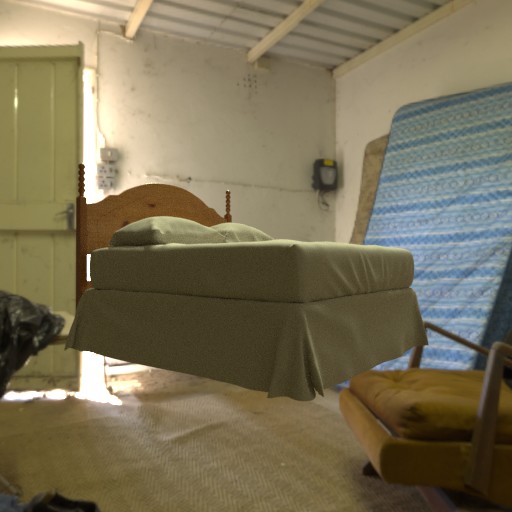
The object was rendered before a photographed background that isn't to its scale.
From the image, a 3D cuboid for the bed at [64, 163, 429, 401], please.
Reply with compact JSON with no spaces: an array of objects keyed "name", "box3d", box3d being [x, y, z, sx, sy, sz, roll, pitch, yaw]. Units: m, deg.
[{"name":"bed","box3d":[0.000,0.000,3.251,2.040,1.356,1.873,0,-1,38]}]
